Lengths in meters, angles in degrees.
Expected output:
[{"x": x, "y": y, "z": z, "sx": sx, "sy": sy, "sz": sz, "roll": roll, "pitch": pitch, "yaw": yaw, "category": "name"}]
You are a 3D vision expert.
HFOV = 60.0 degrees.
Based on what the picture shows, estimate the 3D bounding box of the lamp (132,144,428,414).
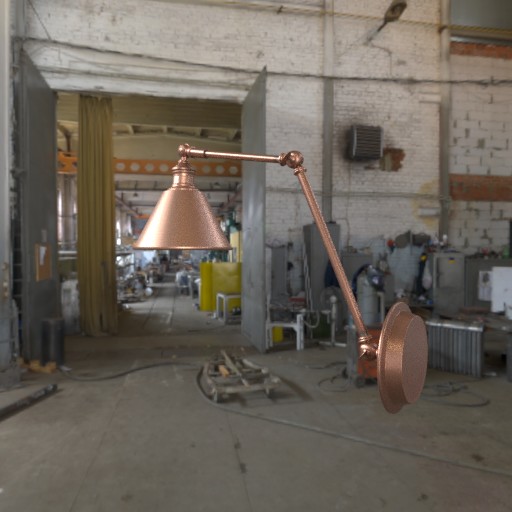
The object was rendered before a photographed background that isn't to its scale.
[{"x": 0.000, "y": 0.000, "z": 0.884, "sx": 0.624, "sy": 0.502, "sz": 0.223, "roll": 1, "pitch": 1, "yaw": 35, "category": "lamp"}]
